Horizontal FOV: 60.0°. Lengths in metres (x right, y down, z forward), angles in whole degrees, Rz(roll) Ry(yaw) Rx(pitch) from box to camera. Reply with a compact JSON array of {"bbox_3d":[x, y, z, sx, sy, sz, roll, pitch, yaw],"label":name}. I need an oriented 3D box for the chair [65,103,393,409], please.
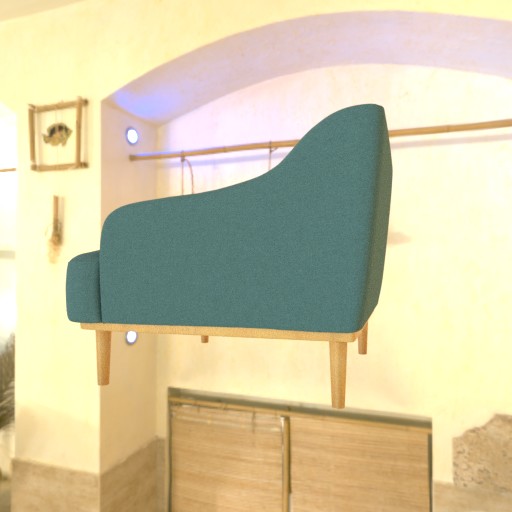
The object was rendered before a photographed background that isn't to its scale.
[{"bbox_3d":[0.000,0.000,1.641,0.951,0.818,0.946,0,0,19],"label":"chair"}]
